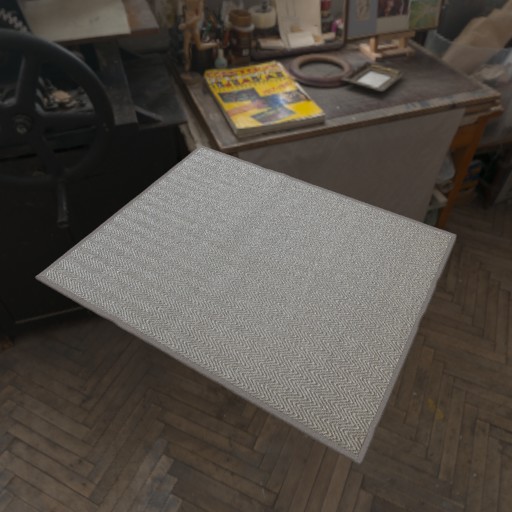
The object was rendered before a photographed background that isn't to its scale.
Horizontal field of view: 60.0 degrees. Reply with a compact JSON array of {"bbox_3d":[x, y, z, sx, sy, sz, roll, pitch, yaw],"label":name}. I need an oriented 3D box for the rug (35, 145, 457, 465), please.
[{"bbox_3d":[0.000,0.000,4.021,3.007,0.032,2.434,24,51,21],"label":"rug"}]
